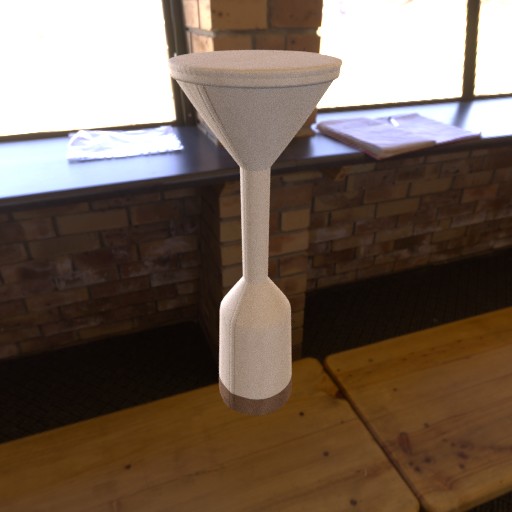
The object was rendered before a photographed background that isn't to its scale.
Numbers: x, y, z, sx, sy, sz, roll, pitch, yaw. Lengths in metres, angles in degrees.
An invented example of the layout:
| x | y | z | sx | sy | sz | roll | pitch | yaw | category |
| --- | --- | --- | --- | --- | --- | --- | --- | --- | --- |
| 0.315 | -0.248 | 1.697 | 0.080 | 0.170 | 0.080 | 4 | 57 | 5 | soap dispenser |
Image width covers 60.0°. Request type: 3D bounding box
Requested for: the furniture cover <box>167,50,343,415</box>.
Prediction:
| x | y | z | sx | sy | sz | roll | pitch | yaw | category |
| --- | --- | --- | --- | --- | --- | --- | --- | --- | --- |
| 0.000 | 0.000 | 2.942 | 0.914 | 2.413 | 0.914 | 21 | 36 | 32 | furniture cover |
